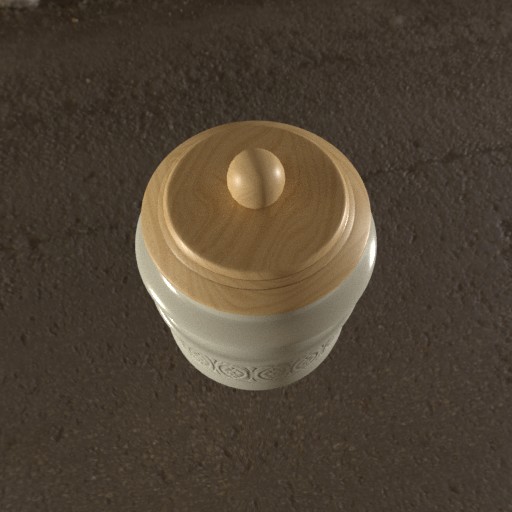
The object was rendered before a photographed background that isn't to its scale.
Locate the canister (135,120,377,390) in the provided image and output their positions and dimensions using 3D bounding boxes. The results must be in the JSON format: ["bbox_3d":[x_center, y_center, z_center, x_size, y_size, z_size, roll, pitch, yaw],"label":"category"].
[{"bbox_3d":[0.000,0.000,0.266,0.130,0.176,0.130,0,63,0],"label":"canister"}]
